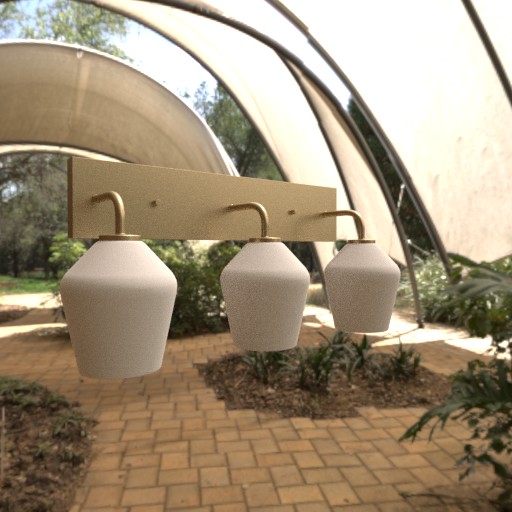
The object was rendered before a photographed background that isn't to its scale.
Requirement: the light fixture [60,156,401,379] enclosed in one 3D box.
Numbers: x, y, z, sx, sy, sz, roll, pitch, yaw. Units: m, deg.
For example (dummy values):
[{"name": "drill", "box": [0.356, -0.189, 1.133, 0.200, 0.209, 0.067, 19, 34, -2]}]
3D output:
[{"name": "light fixture", "box": [0.000, 0.000, 0.722, 0.609, 0.280, 0.190, -1, 1, -37]}]
